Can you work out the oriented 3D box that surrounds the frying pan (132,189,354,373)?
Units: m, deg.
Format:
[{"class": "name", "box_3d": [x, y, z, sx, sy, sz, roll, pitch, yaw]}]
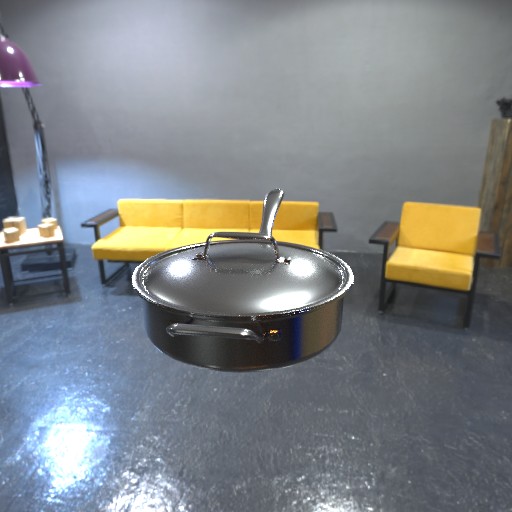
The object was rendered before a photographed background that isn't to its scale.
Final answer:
[{"class": "frying pan", "box_3d": [0.000, 0.000, 0.591, 0.245, 0.111, 0.492, 3, 18, 9]}]
